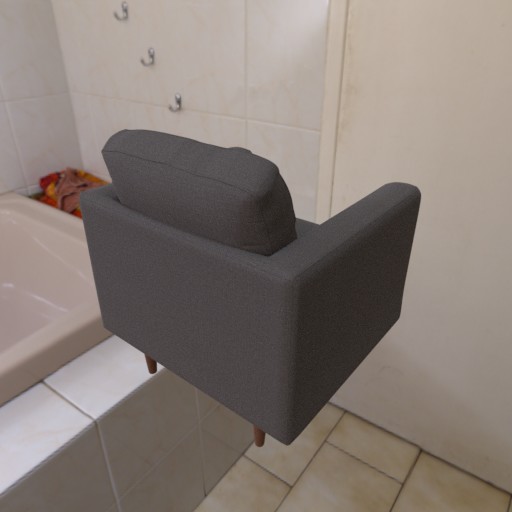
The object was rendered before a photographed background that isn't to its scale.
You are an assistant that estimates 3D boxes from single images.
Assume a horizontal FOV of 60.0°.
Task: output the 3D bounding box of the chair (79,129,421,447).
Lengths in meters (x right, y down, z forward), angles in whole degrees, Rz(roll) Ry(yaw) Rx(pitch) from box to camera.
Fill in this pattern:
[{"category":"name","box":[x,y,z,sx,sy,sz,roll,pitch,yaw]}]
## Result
[{"category":"chair","box":[0.000,0.000,1.560,0.854,0.927,0.800,21,35,33]}]
